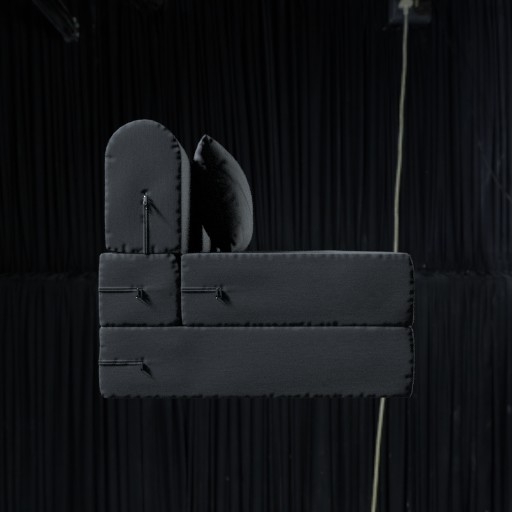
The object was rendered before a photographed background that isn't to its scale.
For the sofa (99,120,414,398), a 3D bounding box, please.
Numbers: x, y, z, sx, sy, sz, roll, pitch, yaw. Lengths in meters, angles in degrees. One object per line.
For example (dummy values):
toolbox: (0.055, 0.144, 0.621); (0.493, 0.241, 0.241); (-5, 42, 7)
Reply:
sofa: (0.000, 0.000, 1.665); (0.762, 0.670, 1.225); (0, 1, 0)
